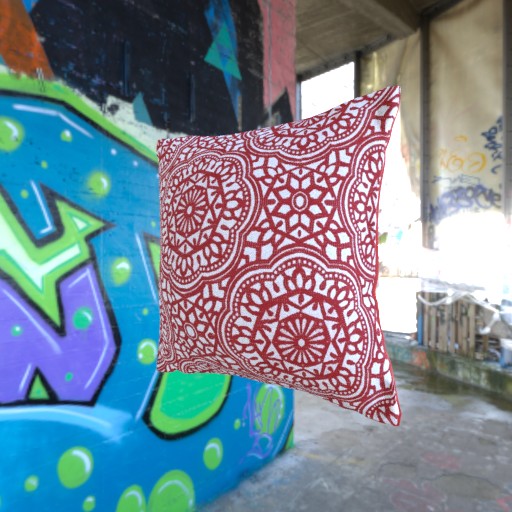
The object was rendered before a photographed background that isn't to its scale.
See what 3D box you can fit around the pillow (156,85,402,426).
[{"bbox_3d":[0.000,0.000,0.671,0.438,0.419,0.162,0,0,36],"label":"pillow"}]
